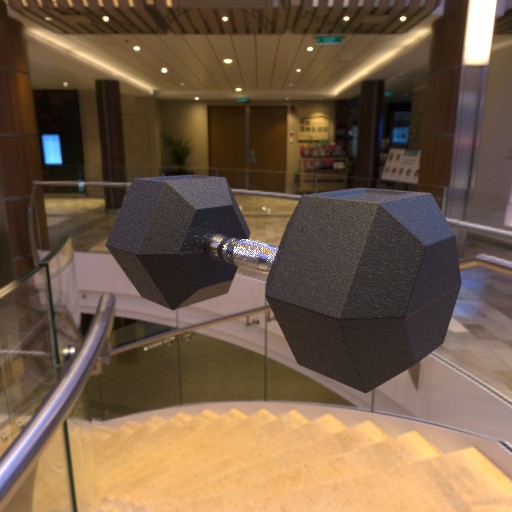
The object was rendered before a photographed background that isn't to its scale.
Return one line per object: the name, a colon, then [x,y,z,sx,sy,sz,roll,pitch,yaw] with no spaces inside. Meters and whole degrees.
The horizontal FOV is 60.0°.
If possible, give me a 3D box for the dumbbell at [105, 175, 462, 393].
dumbbell: [0.000,0.000,0.468,0.384,0.150,0.173,13,19,43]
